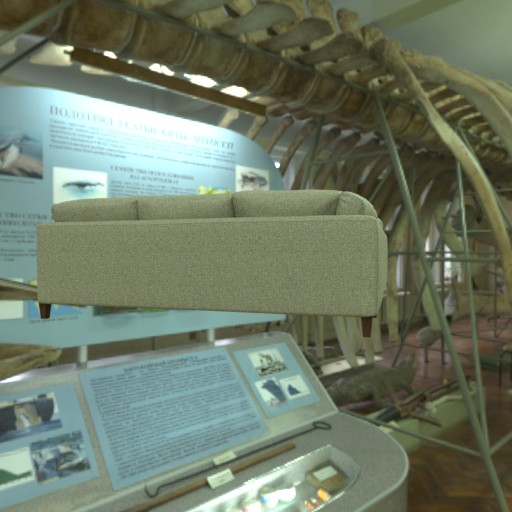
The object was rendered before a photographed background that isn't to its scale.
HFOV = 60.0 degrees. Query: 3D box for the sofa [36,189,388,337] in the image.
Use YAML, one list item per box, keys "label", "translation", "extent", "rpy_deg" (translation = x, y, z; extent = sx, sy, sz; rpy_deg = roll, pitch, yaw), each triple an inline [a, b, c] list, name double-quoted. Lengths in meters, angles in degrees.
- label: "sofa"
  translation: [0.000, 0.000, 4.588]
  extent: [2.593, 0.947, 3.302]
  rpy_deg: [0, 1, 18]
